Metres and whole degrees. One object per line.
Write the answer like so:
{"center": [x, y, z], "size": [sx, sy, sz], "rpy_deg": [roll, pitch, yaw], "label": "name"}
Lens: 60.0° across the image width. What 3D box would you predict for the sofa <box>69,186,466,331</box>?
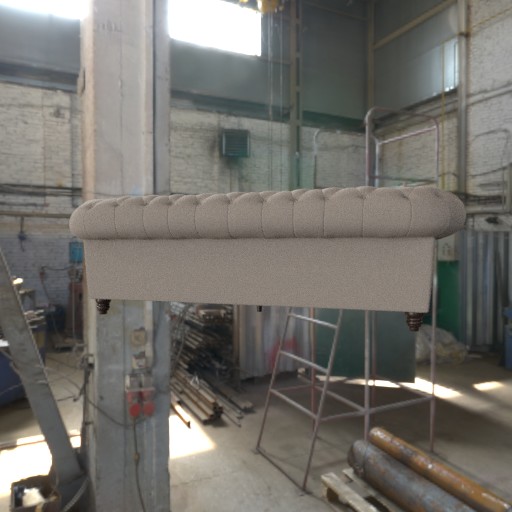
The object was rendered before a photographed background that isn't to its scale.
{"center": [0.000, 0.000, 2.821], "size": [2.411, 0.749, 0.991], "rpy_deg": [0, 1, 18], "label": "sofa"}
